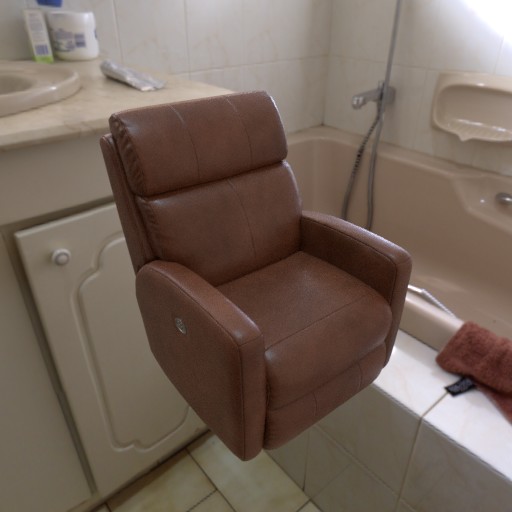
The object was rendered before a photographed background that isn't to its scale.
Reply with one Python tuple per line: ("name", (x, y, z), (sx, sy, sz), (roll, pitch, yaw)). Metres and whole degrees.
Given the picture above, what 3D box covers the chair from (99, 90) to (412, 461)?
("chair", (0.000, 0.000, 1.666), (0.787, 1.016, 0.939), (-22, 37, -32))
